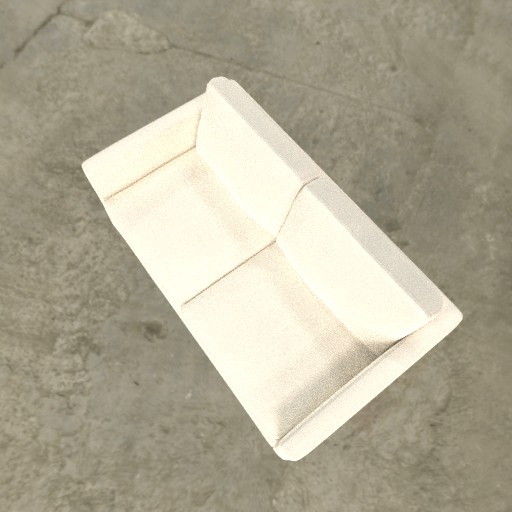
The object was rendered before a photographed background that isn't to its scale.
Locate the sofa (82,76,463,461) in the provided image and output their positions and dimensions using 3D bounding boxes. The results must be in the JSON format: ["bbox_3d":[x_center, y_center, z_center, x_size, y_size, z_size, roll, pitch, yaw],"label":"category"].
[{"bbox_3d":[0.000,0.000,2.238,0.964,0.888,1.702,-34,71,-14],"label":"sofa"}]
